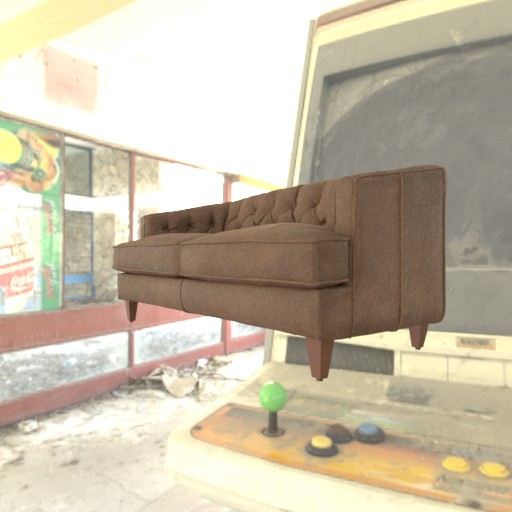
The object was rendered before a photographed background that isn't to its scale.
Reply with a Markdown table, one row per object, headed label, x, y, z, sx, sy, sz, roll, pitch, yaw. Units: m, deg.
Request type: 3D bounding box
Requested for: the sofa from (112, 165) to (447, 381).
| label | x | y | z | sx | sy | sz | roll | pitch | yaw |
| --- | --- | --- | --- | --- | --- | --- | --- | --- | --- |
| sofa | 0.000 | 0.000 | 2.254 | 0.917 | 0.799 | 1.767 | 0 | 0 | -37 |
